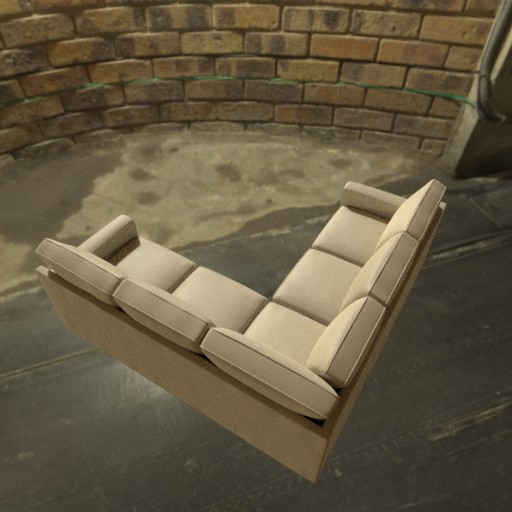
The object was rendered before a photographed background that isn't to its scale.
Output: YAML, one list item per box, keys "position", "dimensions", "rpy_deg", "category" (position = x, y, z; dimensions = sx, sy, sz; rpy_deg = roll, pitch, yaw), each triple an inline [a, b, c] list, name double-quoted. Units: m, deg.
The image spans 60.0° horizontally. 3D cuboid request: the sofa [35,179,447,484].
- position: [0.000, 0.000, 3.392]
  dimensions: [2.189, 0.939, 2.182]
  rpy_deg: [24, 51, 21]
  category: "sofa"
